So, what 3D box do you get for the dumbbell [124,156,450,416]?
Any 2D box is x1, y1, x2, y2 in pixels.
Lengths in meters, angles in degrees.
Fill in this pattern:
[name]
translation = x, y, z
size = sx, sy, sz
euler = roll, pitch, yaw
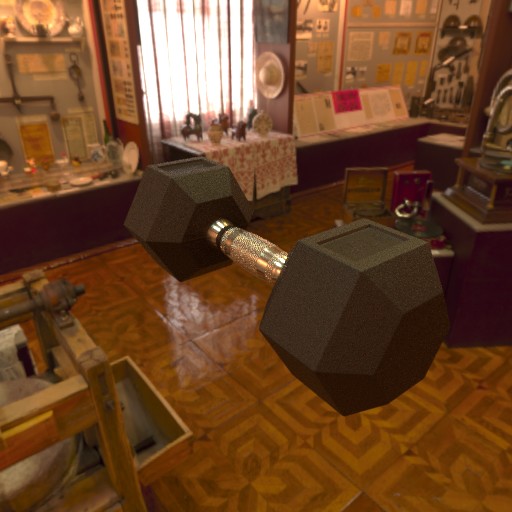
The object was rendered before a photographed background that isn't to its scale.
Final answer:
[dumbbell]
translation = 0.000, 0.000, 0.428
size = 0.141, 0.123, 0.356
euler = -19, 32, -33
